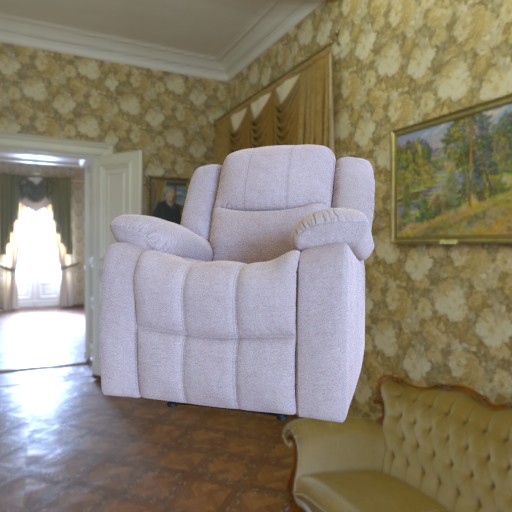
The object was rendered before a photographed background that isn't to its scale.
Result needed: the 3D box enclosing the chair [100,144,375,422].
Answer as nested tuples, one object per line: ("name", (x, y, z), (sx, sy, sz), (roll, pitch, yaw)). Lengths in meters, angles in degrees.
("chair", (0.000, 0.000, 1.750), (0.899, 1.008, 0.944), (0, 1, 18))
